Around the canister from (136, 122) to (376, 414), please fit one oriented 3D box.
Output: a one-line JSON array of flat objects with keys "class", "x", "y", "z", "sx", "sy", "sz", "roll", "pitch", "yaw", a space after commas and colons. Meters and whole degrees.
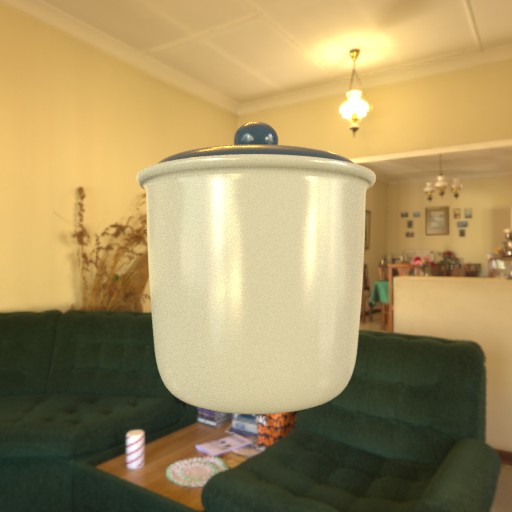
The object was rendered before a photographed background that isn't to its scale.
[{"class": "canister", "x": 0.000, "y": 0.000, "z": 0.348, "sx": 0.182, "sy": 0.208, "sz": 0.182, "roll": 0, "pitch": 0, "yaw": 0}]
